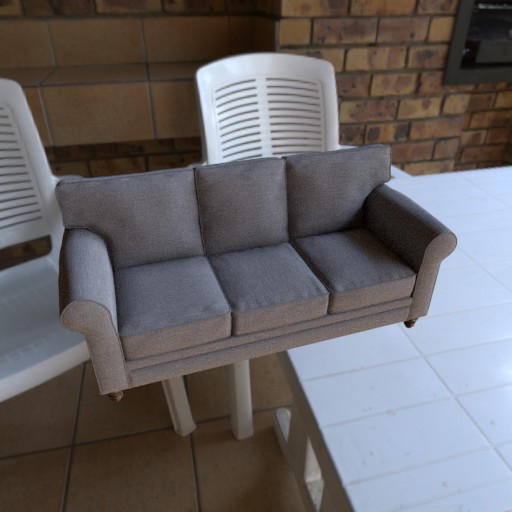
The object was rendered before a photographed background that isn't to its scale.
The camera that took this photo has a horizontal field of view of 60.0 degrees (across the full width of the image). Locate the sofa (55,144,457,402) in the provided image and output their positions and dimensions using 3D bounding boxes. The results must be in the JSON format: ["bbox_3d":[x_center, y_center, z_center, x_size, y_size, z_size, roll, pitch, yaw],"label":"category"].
[{"bbox_3d":[0.000,0.000,2.586,2.084,0.961,0.916,-10,33,-16],"label":"sofa"}]
